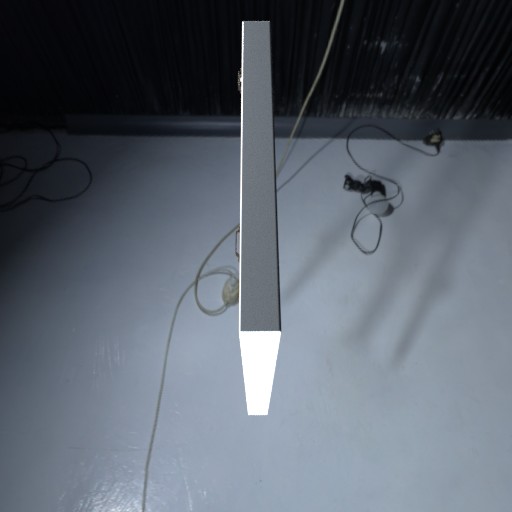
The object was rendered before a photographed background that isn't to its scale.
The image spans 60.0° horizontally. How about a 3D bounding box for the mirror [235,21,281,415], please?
[{"bbox_3d":[0.000,0.000,0.694,0.041,0.509,0.406,0,63,0],"label":"mirror"}]
